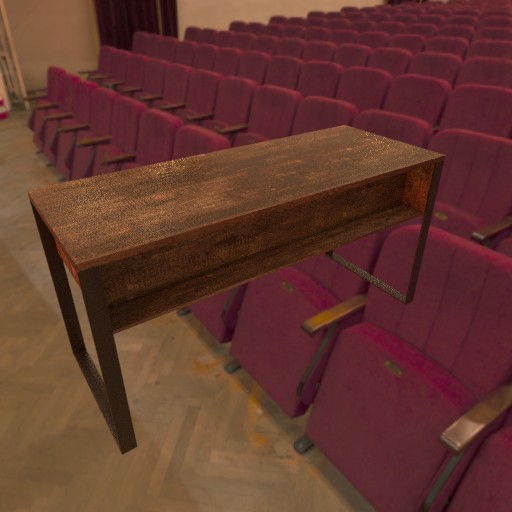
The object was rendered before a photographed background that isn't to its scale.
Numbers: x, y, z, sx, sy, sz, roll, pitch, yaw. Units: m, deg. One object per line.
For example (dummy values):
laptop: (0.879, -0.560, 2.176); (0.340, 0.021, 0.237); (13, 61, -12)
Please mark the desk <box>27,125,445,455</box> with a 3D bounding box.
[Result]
desk: (0.000, 0.000, 1.896); (1.524, 0.762, 0.599); (-20, 36, -29)
